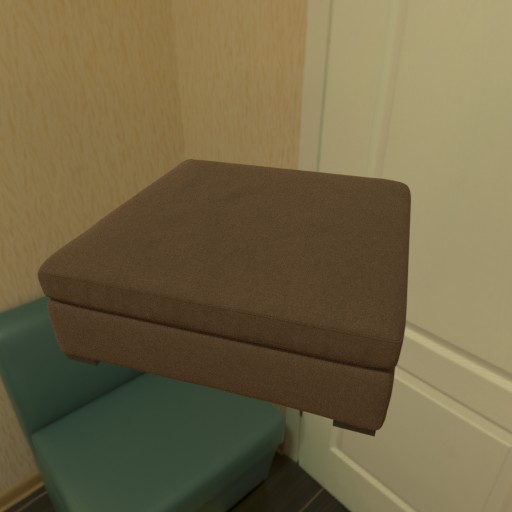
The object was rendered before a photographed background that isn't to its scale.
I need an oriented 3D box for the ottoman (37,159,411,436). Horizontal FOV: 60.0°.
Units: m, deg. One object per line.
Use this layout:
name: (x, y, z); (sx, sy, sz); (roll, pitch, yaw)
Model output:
ottoman: (0.000, 0.000, 1.854); (1.181, 0.470, 1.181); (9, 32, 15)
